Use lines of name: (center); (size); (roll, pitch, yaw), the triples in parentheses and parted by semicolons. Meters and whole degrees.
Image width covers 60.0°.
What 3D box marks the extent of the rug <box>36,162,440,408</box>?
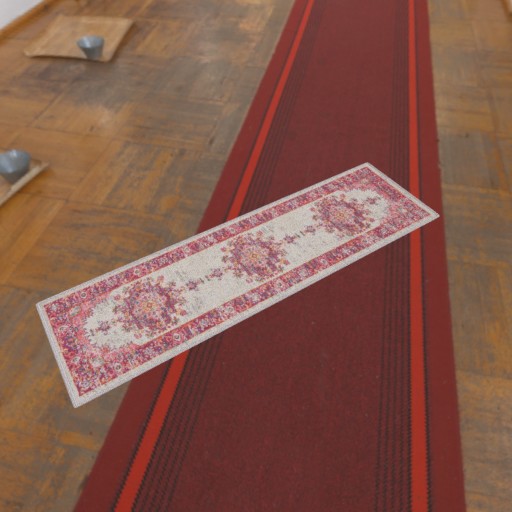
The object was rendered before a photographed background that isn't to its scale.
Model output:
rug: (0.000, 0.000, 2.526); (2.294, 0.011, 0.666); (-25, 52, -21)
